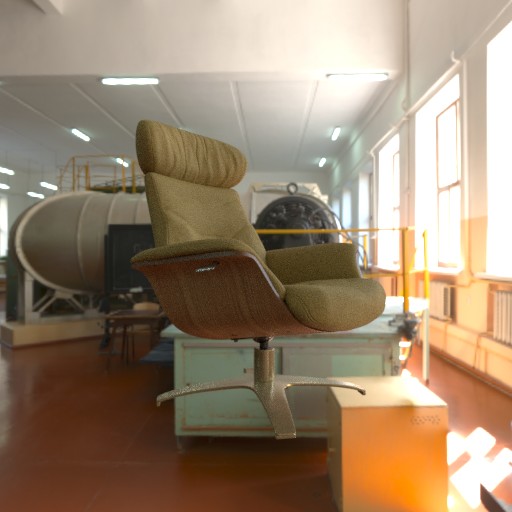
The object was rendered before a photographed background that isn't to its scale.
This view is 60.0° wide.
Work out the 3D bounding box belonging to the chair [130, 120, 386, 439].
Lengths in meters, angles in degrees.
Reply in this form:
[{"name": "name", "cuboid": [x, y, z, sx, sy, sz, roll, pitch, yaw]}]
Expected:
[{"name": "chair", "cuboid": [0.000, 0.000, 1.562, 0.837, 0.995, 0.785, 0, 0, 37]}]
